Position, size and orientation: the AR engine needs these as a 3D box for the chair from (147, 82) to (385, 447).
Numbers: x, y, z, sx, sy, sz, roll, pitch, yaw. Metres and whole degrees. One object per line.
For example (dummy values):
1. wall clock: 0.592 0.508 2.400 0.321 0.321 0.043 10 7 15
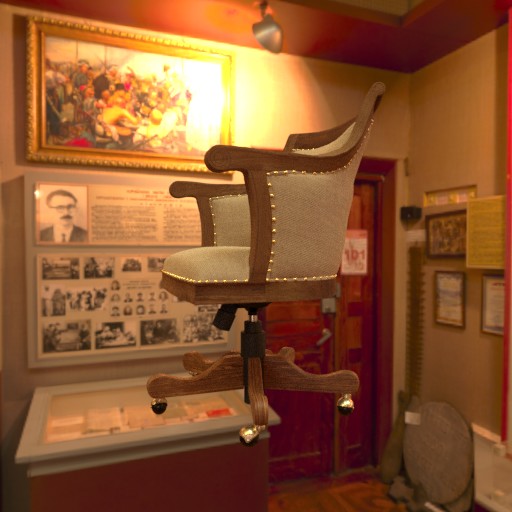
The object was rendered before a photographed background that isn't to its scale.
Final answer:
1. chair: 0.000 0.000 1.425 0.689 0.965 0.656 0 1 -19
